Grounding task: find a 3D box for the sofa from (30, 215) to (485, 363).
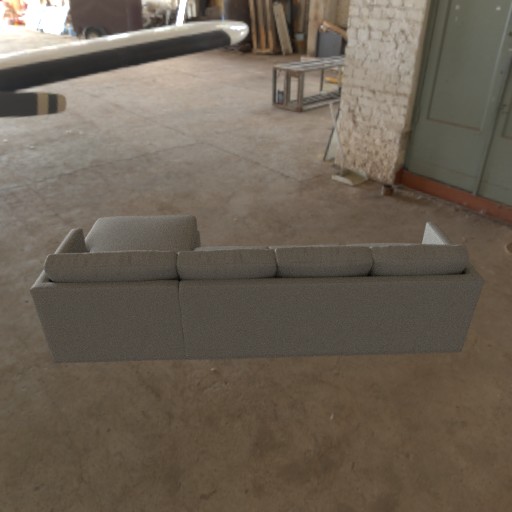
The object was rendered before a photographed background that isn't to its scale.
[{"bbox_3d":[0.000,0.000,3.881,3.177,0.867,1.622,-1,31,-2],"label":"sofa"}]
